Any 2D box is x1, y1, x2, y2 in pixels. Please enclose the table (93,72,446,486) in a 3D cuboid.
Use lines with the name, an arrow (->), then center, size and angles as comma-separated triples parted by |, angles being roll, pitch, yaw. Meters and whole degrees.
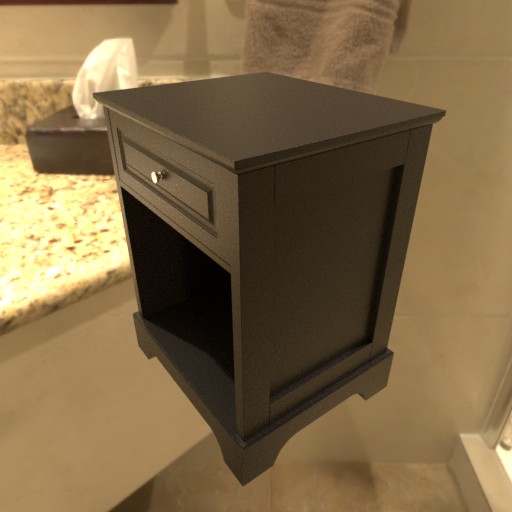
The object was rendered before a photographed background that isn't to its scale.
table -> 0.000, 0.000, 0.903 | 0.399, 0.610, 0.460 | -21, 37, -31
